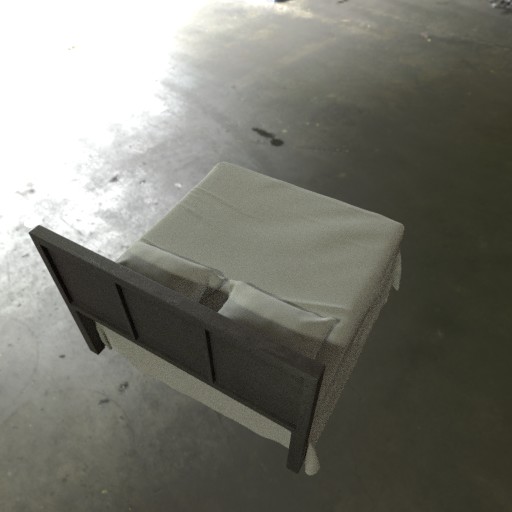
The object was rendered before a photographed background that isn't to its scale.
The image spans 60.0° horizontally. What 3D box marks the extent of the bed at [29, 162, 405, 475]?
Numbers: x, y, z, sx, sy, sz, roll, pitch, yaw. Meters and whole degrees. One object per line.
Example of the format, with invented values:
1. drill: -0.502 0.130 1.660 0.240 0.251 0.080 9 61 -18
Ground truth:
1. bed: 0.000 0.000 2.901 1.772 1.142 1.785 23 51 20
